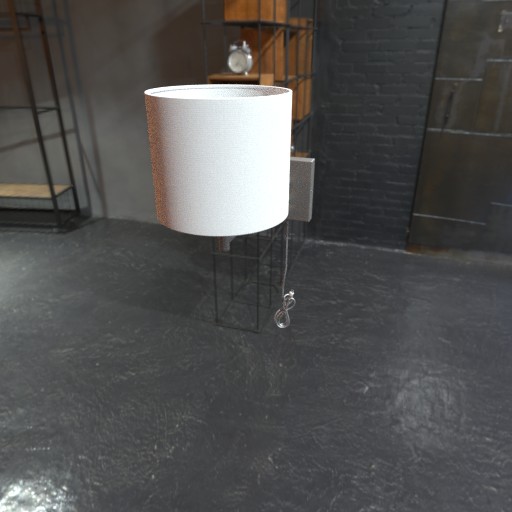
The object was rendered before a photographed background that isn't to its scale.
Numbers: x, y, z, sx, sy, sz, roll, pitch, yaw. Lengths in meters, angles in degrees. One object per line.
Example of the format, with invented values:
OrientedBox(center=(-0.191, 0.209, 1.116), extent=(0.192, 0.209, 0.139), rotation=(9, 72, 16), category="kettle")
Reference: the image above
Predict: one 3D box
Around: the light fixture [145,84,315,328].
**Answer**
OrientedBox(center=(0.000, 0.000, 0.891), extent=(0.203, 0.651, 0.516), rotation=(8, 27, 17), category="light fixture")
